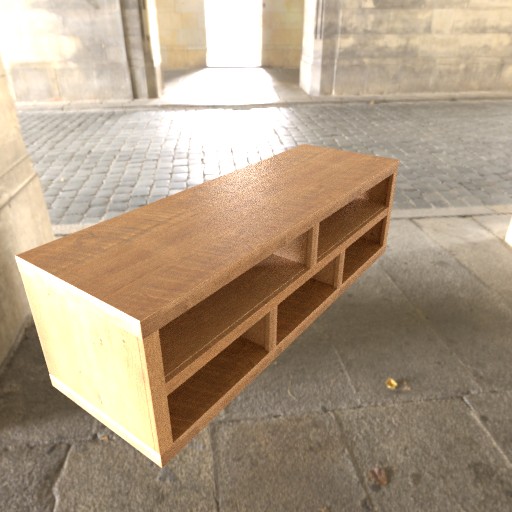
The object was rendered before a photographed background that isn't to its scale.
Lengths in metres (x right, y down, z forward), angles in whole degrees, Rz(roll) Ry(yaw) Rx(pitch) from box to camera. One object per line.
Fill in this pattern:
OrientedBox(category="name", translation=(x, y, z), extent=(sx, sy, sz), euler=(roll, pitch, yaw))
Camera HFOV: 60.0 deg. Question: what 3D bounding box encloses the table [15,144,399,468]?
OrientedBox(category="table", translation=(0.000, 0.000, 1.699), extent=(0.499, 0.491, 1.499), euler=(19, 33, 31))
